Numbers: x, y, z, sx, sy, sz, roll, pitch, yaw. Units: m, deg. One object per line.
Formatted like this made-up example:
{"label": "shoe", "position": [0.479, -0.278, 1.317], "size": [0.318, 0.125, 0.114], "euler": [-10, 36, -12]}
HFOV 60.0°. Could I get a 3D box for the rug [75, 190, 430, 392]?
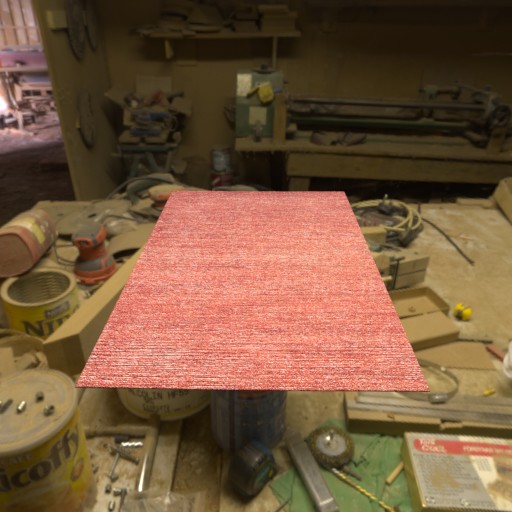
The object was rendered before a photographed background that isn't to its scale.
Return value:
{"label": "rug", "position": [0.000, 0.000, 2.176], "size": [1.139, 0.011, 1.747], "euler": [0, 29, 1]}
